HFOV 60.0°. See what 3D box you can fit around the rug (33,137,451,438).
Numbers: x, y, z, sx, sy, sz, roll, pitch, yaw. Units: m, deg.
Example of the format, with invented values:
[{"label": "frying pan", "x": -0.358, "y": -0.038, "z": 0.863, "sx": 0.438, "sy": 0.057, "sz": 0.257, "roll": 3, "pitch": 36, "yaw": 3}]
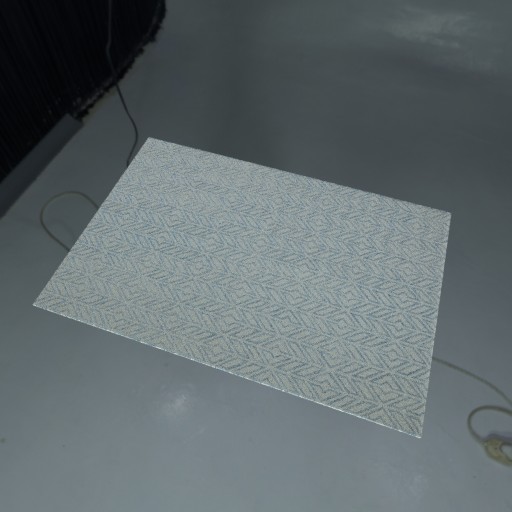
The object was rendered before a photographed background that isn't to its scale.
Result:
[{"label": "rug", "x": 0.000, "y": 0.000, "z": 2.260, "sx": 1.824, "sy": 0.008, "sz": 1.220, "roll": 16, "pitch": 58, "yaw": 10}]
